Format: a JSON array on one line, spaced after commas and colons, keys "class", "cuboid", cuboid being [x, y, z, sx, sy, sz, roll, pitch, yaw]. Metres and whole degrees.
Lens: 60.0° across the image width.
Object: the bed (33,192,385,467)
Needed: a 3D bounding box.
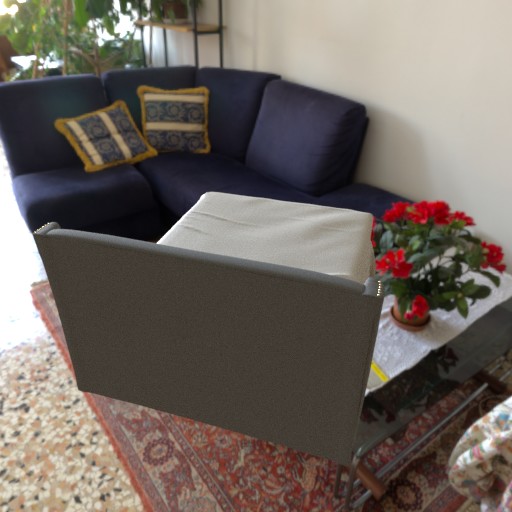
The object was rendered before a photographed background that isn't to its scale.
[{"class": "bed", "cuboid": [0.000, 0.000, 3.456, 1.925, 1.332, 2.276, 10, 34, 15]}]
